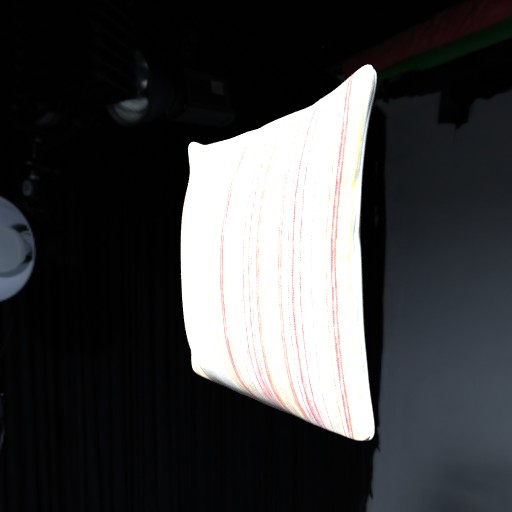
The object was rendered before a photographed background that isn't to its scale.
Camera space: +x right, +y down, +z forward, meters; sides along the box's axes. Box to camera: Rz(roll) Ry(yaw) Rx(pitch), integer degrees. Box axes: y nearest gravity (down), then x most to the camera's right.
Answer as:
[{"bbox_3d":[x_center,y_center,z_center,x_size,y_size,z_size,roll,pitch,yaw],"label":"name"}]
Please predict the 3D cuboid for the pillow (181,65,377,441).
[{"bbox_3d":[0.000,0.000,0.689,0.191,0.449,0.451,1,-1,-36],"label":"pillow"}]
